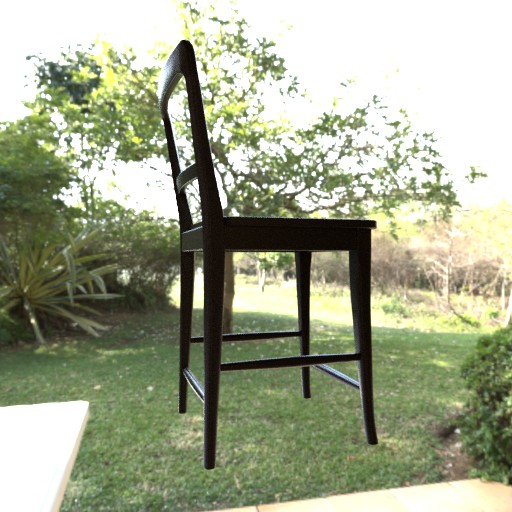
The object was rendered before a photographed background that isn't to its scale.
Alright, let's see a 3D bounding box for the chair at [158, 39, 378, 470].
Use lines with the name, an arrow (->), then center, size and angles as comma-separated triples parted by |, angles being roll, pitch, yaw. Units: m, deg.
chair -> 0.000, 0.000, 1.277 | 0.546, 0.991, 0.450 | 0, 0, -19
